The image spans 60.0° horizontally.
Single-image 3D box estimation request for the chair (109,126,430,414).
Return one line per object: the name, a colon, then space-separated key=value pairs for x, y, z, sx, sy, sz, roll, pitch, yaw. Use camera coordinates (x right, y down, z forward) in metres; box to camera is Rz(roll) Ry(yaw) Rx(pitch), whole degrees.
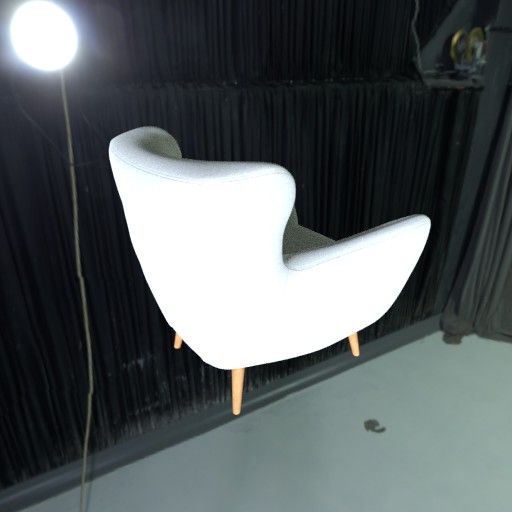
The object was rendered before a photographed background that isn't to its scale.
chair: x=0.000 y=0.000 z=1.649 sx=0.889 sy=0.889 sz=0.890 roll=-17 pitch=30 yaw=-32
